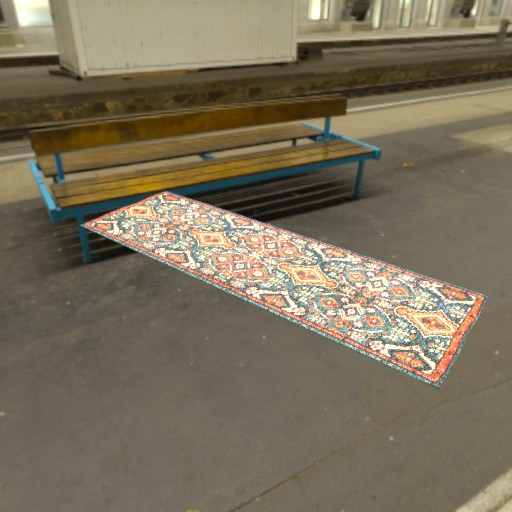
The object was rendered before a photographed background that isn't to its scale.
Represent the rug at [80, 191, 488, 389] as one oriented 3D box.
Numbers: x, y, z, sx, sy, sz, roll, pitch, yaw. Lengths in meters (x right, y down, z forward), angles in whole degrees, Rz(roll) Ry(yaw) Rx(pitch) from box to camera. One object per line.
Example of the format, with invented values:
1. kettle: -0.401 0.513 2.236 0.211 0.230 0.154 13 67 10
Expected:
1. rug: 0.000 0.000 2.683 2.459 0.010 0.801 21 36 32
